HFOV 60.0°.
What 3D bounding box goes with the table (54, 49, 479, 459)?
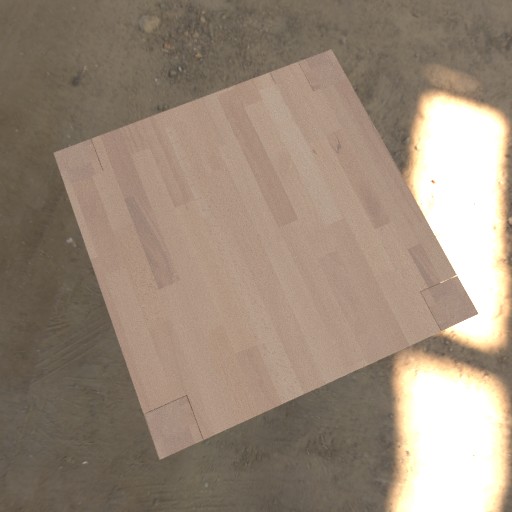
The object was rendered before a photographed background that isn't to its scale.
[{"bbox_3d":[0.000,0.000,1.176,0.700,0.451,0.700,-23,76,-6],"label":"table"}]
